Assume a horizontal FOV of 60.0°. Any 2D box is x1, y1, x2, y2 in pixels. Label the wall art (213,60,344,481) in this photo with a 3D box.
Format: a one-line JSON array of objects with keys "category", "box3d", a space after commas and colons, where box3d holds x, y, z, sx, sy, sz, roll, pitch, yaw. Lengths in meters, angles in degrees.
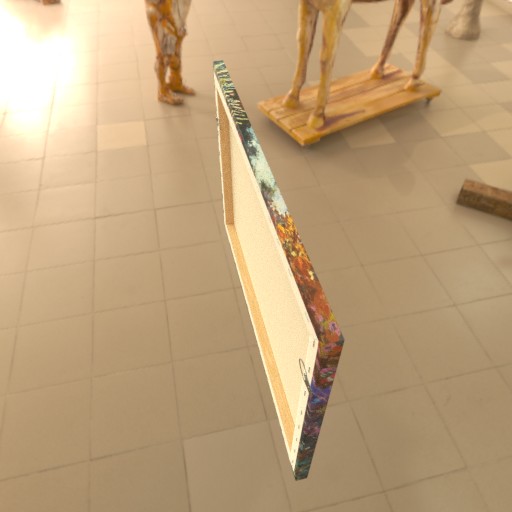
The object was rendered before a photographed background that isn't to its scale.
[{"category": "wall art", "box3d": [0.000, 0.000, 1.410, 0.042, 0.760, 1.136, -10, 48, -9]}]
